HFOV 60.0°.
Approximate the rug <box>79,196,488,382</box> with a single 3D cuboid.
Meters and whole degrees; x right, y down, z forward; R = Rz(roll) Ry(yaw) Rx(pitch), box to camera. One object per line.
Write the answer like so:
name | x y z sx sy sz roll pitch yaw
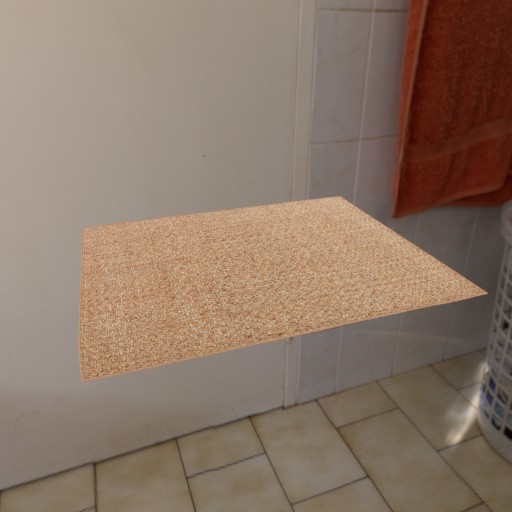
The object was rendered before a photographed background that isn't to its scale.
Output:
rug | 0.000 0.000 4.064 3.048 0.013 2.439 -9 28 -17
